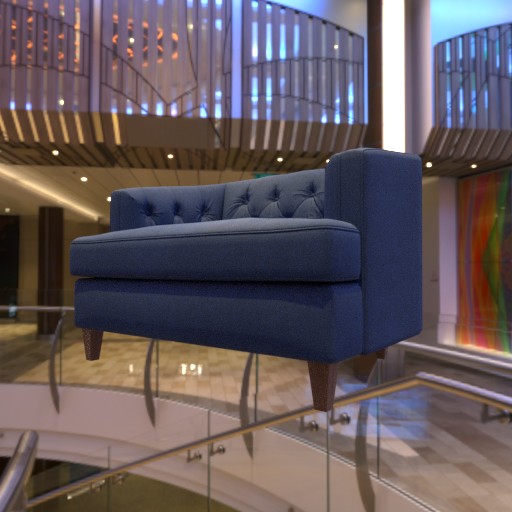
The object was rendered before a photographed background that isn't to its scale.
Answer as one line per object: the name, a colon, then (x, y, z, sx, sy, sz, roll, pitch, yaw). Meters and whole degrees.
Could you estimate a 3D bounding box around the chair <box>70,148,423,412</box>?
chair: (0.000, 0.000, 1.700, 1.118, 0.787, 0.914, -1, -2, 37)
